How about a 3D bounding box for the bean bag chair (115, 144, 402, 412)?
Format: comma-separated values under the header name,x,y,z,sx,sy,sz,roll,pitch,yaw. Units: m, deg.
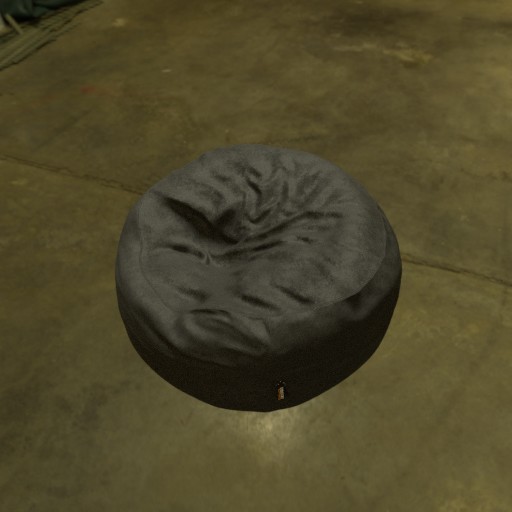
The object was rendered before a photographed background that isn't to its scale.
name,x,y,z,sx,sy,sz,roll,pitch,yaw
bean bag chair,0.000,0.000,2.411,1.525,0.751,1.525,0,46,0
